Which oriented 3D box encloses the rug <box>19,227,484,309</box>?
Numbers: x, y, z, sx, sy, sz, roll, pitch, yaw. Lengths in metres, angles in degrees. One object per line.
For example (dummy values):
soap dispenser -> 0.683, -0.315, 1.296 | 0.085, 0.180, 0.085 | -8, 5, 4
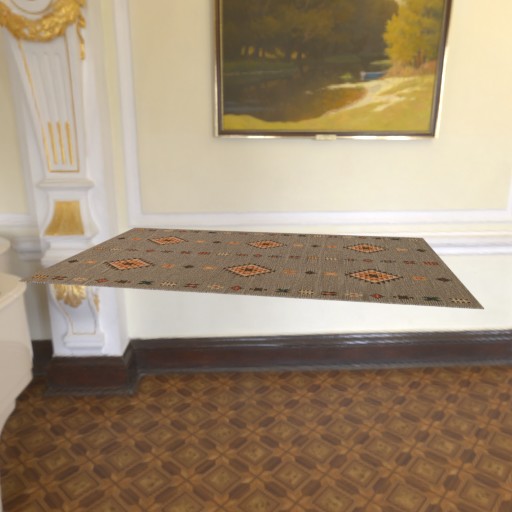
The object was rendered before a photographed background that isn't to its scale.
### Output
rug -> 0.000, 0.000, 2.992 | 2.427, 0.007, 1.515 | 3, 15, 9
